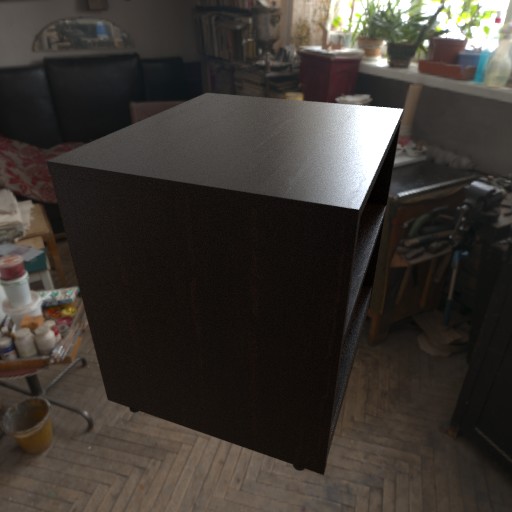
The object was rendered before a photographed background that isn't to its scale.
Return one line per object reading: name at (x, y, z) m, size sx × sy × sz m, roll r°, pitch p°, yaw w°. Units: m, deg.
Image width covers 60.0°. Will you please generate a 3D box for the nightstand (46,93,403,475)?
nightstand at (0.000, 0.000, 0.862) m, size 0.427 × 0.487 × 0.489 m, roll 11°, pitch 33°, yaw 18°
